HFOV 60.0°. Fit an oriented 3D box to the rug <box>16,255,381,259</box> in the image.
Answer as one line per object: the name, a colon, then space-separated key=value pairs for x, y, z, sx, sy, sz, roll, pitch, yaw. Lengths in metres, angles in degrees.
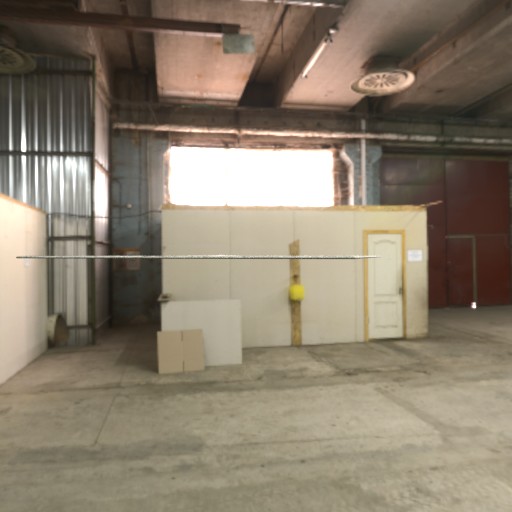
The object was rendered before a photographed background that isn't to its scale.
rug: x=0.000 y=0.000 z=2.964 sx=1.527 sy=0.021 sz=2.447 roll=0 pitch=0 yaw=18
